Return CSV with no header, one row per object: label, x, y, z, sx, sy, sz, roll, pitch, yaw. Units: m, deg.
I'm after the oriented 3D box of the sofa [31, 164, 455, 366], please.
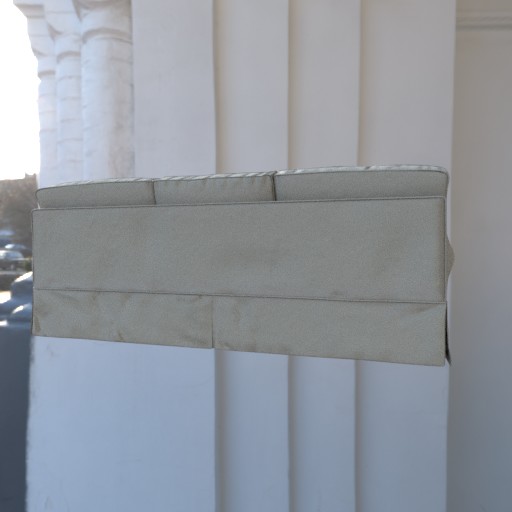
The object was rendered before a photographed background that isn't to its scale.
sofa,0.000,0.000,3.192,2.475,0.978,1.733,0,1,17
